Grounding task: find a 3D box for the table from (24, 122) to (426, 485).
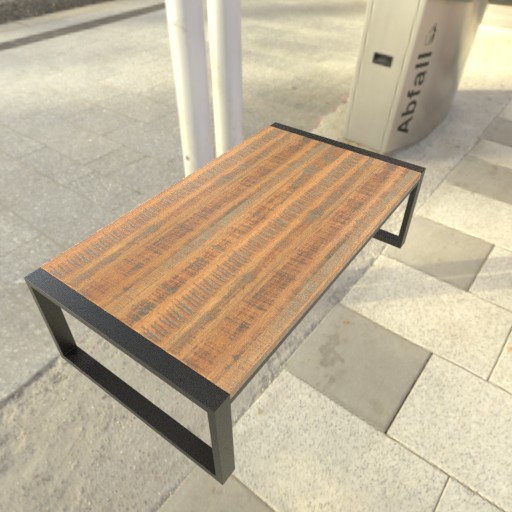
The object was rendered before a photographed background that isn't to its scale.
[{"bbox_3d":[0.000,0.000,1.710,0.750,0.400,1.350,26,47,26],"label":"table"}]
